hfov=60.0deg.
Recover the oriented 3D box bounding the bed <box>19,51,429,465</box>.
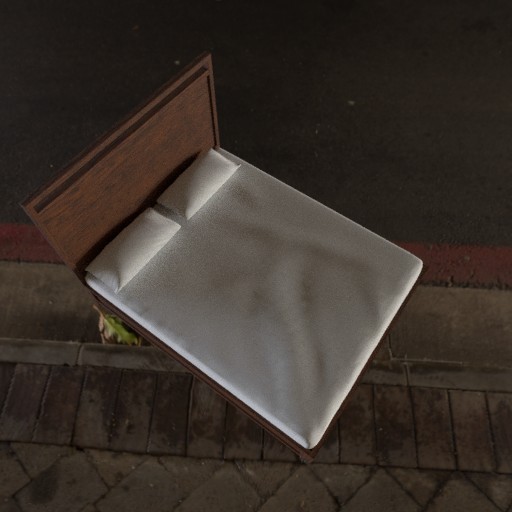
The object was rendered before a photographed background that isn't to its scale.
[{"bbox_3d":[0.000,0.000,3.317,2.218,1.487,1.765,32,65,17],"label":"bed"}]
